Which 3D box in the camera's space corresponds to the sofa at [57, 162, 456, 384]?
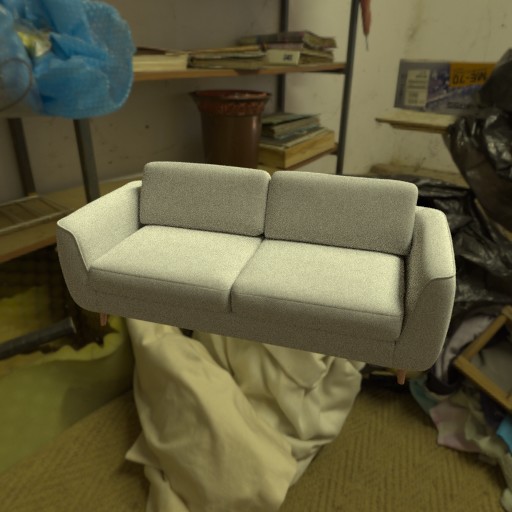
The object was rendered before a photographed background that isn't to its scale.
[{"bbox_3d":[0.000,0.000,2.484,2.000,0.850,0.920,8,27,15],"label":"sofa"}]
